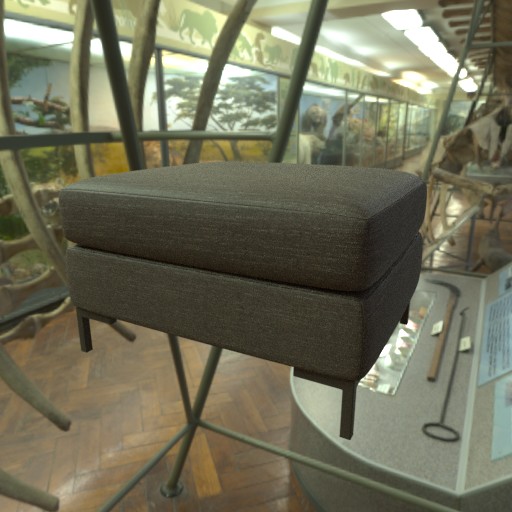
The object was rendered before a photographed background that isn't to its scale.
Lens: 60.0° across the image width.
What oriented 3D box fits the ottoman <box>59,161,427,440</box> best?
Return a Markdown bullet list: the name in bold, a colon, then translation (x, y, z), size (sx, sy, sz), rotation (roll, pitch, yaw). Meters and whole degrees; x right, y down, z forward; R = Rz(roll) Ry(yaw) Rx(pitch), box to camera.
- **ottoman**: translation (0.000, 0.000, 1.245), size (0.820, 0.490, 0.671), rotation (9, 19, 27)
